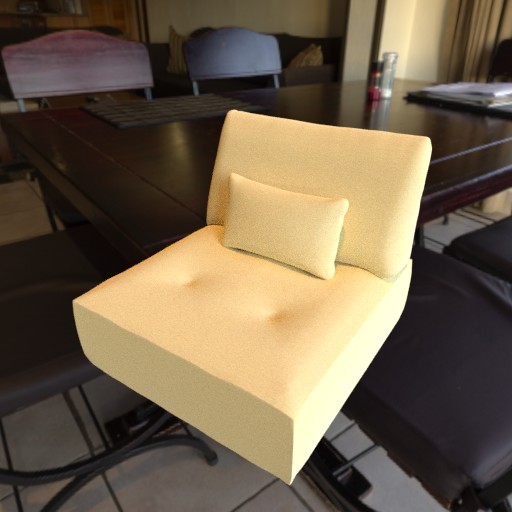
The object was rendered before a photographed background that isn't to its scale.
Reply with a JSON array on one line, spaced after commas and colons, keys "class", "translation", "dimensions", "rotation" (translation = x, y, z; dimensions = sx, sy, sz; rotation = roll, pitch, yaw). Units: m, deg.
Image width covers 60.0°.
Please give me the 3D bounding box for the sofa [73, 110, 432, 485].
[{"class": "sofa", "translation": [0.000, 0.000, 1.661], "dimensions": [0.930, 0.820, 1.000], "rotation": [18, 34, 29]}]
